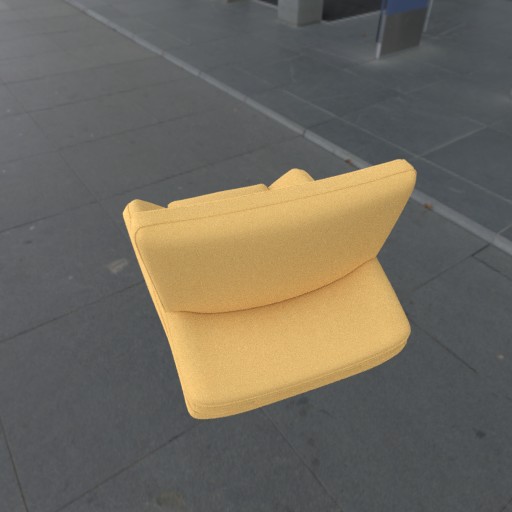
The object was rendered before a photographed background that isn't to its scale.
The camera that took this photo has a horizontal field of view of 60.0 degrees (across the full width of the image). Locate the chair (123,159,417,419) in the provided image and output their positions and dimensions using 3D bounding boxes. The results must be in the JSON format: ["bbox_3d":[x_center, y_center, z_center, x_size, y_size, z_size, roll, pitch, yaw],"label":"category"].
[{"bbox_3d":[0.000,0.000,1.655,0.859,0.855,1.008,-14,43,-15],"label":"chair"}]
